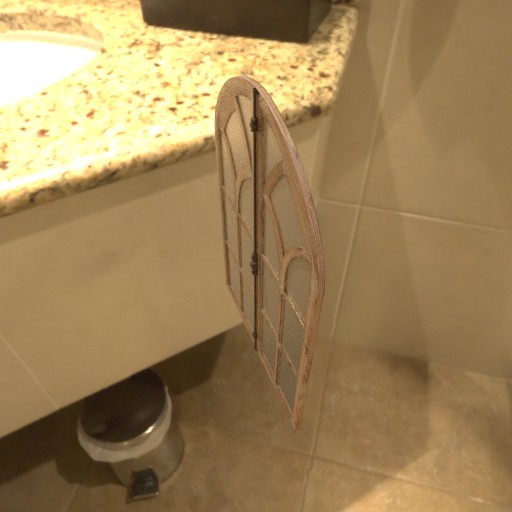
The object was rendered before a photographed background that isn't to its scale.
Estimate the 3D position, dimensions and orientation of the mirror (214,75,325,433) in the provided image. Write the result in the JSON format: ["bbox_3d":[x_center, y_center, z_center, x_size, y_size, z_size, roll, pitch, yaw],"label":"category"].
[{"bbox_3d":[0.000,0.000,1.165,0.032,0.915,0.609,-16,49,-15],"label":"mirror"}]
